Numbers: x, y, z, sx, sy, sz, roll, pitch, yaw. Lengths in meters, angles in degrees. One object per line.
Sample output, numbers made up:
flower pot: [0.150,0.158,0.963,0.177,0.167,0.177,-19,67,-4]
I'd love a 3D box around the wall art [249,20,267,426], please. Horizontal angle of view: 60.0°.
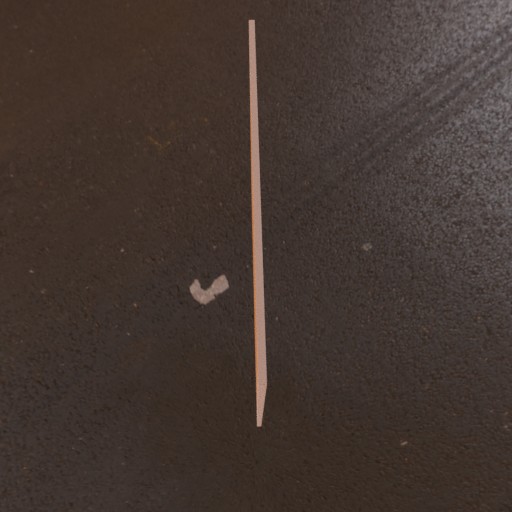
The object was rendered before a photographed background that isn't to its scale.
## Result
wall art: [0.000,0.000,1.209,0.013,0.813,0.812,-1,65,-1]
